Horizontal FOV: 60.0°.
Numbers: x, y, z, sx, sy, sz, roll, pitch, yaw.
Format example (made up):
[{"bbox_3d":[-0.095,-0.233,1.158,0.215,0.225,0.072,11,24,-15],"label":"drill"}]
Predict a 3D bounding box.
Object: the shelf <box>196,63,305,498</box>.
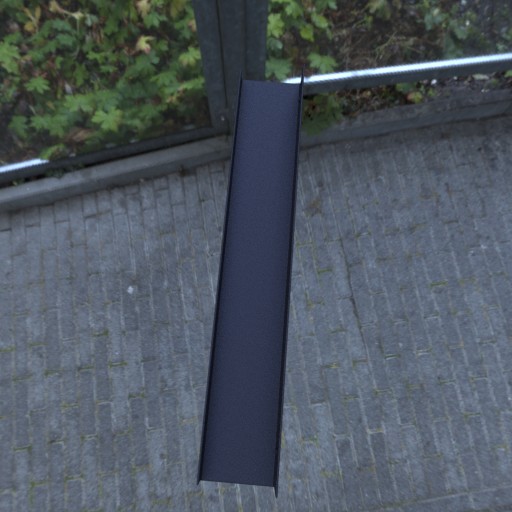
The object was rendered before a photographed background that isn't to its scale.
[{"bbox_3d":[0.000,0.000,0.631,0.102,0.053,0.605,5,76,1],"label":"shelf"}]
